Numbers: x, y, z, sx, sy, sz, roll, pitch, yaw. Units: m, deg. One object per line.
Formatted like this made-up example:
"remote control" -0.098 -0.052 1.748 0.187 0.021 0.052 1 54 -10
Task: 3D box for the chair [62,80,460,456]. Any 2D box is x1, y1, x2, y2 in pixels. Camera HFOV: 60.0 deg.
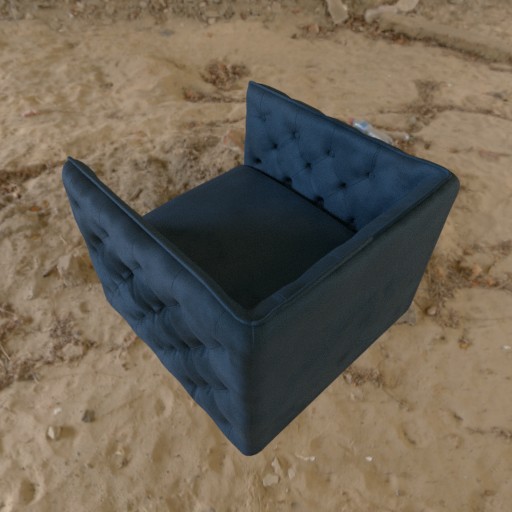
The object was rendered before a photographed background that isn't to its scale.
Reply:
"chair" 0.000 0.000 1.543 0.868 0.771 0.877 -34 55 -28
